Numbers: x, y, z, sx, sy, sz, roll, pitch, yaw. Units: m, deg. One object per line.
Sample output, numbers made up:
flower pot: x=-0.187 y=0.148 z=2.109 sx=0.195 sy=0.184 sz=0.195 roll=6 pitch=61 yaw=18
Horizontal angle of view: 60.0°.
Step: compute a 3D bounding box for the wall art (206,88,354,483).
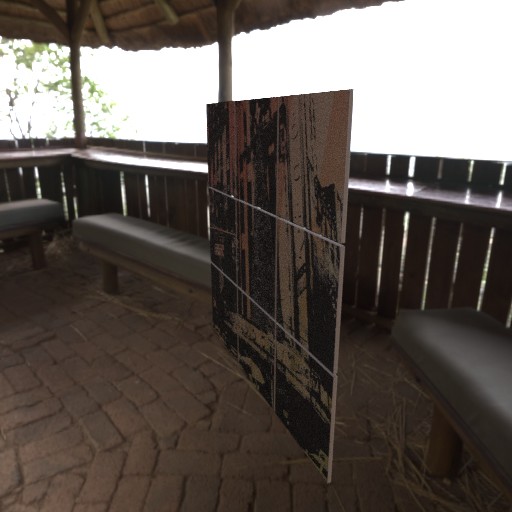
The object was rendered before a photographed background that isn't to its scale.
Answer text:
wall art: x=0.000 y=0.000 z=2.269 sx=0.017 sy=1.521 sz=1.527 roll=-7 pitch=19 yaw=-22
